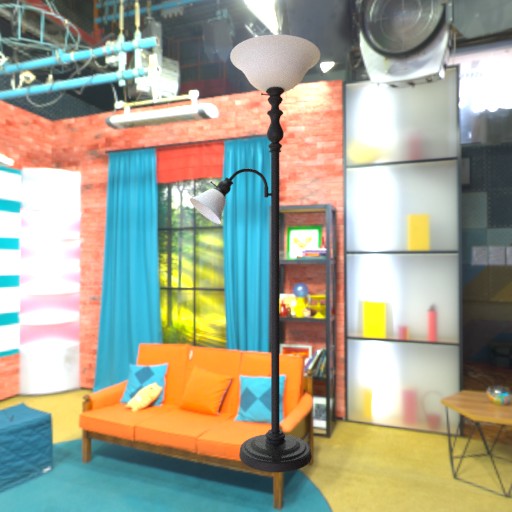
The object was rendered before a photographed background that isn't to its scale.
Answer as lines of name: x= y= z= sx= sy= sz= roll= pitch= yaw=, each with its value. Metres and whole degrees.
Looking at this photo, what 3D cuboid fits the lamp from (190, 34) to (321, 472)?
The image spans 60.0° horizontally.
lamp: x=0.000 y=0.000 z=1.957 sx=0.588 sy=1.793 sz=0.405 roll=0 pitch=-1 yaw=-19
